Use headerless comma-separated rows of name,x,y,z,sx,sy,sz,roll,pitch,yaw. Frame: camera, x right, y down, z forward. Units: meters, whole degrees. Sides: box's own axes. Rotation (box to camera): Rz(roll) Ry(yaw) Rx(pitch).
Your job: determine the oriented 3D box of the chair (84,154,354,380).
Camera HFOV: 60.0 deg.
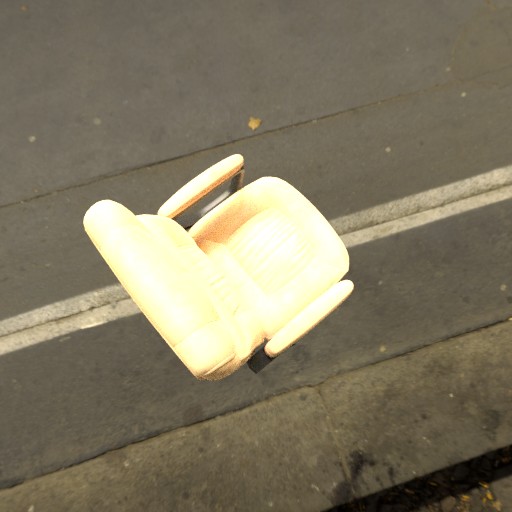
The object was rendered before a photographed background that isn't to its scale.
chair,0.000,0.000,1.561,0.724,1.105,0.667,-38,79,-9
